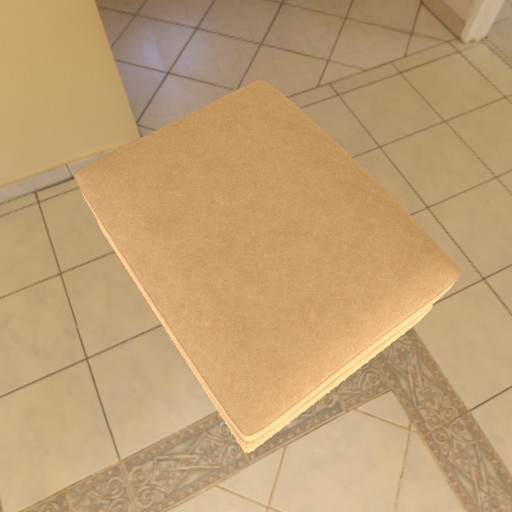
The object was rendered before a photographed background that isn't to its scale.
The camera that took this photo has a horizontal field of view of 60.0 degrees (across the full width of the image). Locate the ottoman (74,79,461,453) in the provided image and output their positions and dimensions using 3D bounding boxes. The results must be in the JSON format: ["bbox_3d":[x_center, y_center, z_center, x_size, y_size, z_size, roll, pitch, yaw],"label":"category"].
[{"bbox_3d":[0.000,0.000,1.155,0.584,0.513,0.741,-32,67,-16],"label":"ottoman"}]
